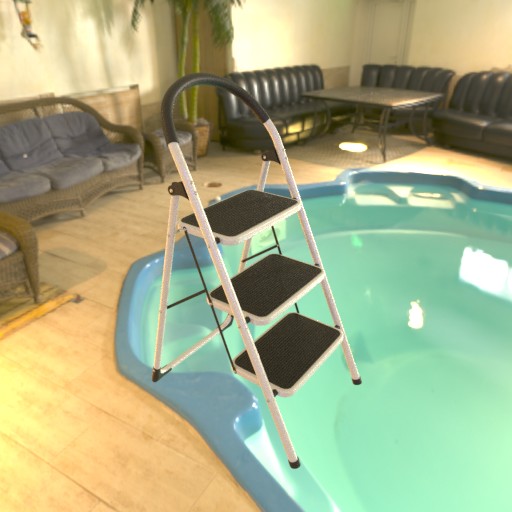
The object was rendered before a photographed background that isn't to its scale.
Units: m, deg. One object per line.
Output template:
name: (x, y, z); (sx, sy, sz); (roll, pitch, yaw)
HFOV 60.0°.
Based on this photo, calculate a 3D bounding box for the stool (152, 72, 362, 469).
stool: (0.000, 0.000, 1.475); (0.676, 1.109, 0.485); (19, 33, 32)
